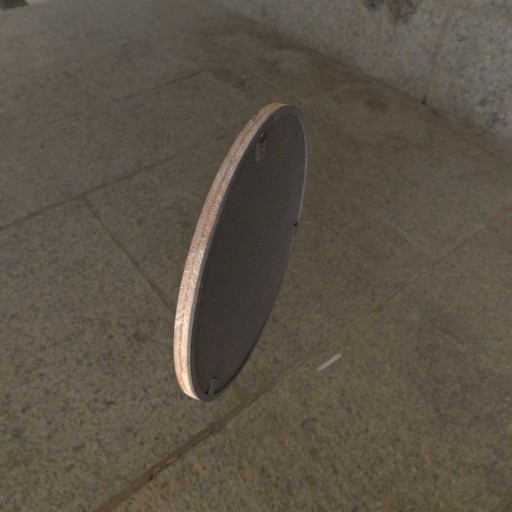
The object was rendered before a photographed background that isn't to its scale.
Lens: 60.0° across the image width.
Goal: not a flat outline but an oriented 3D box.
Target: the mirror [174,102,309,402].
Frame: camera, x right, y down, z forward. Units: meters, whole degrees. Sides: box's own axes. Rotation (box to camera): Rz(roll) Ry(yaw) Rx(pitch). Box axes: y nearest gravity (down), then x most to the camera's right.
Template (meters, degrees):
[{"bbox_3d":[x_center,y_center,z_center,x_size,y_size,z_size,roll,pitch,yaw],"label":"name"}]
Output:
[{"bbox_3d":[0.000,0.000,1.078,0.038,0.710,0.710,17,50,15],"label":"mirror"}]
